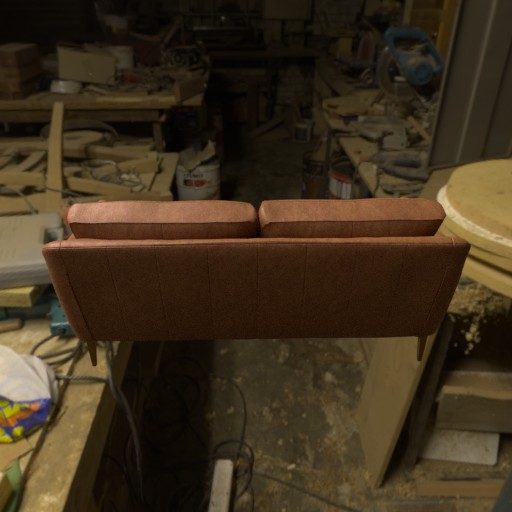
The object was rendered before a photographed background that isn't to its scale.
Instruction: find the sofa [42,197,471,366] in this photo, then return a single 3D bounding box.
[{"bbox_3d":[0.000,0.000,2.537,2.036,0.945,0.981,-1,31,-1],"label":"sofa"}]
